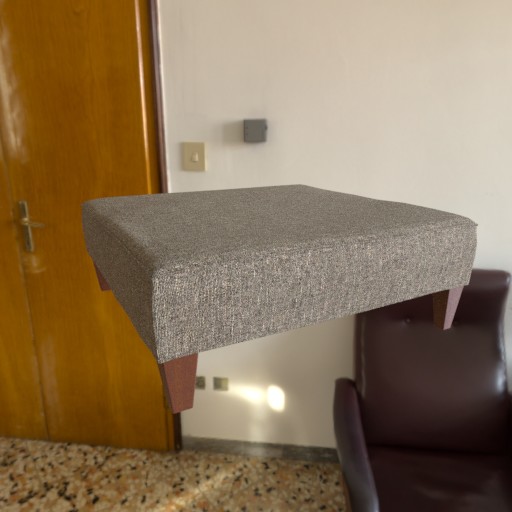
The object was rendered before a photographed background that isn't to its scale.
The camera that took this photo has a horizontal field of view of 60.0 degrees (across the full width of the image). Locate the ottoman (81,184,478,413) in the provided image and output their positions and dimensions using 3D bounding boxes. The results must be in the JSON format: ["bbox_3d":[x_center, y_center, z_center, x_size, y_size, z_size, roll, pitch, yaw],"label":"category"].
[{"bbox_3d":[0.000,0.000,1.539,1.016,0.379,0.981,-9,19,-27],"label":"ottoman"}]
